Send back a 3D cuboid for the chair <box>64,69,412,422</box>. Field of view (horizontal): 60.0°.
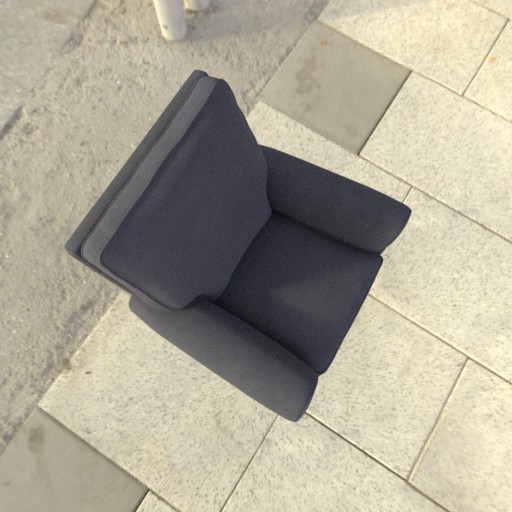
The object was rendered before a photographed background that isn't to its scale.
[{"bbox_3d":[0.000,0.000,1.663,0.878,0.961,0.890,30,77,8],"label":"chair"}]
